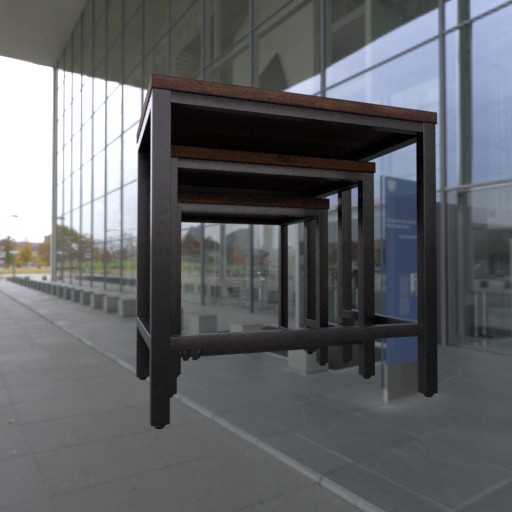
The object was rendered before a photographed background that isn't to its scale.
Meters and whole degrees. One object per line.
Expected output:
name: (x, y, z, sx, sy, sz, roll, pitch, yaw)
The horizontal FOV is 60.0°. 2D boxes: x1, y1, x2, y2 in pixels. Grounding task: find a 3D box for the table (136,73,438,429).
table: (0.000, 0.000, 1.170, 0.608, 0.616, 0.660, 0, -1, -19)
